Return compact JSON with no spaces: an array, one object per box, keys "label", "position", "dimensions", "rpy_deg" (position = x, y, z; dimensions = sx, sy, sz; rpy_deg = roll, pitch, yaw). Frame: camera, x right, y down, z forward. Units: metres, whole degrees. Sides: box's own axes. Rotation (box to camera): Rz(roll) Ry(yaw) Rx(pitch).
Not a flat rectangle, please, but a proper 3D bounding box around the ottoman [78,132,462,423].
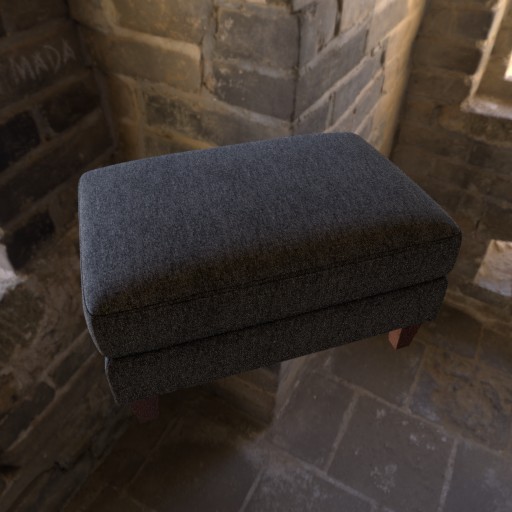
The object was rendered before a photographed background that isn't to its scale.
[{"label":"ottoman","position":[0.000,0.000,1.226],"dimensions":[0.864,0.483,0.584],"rpy_deg":[-12,42,-14]}]
